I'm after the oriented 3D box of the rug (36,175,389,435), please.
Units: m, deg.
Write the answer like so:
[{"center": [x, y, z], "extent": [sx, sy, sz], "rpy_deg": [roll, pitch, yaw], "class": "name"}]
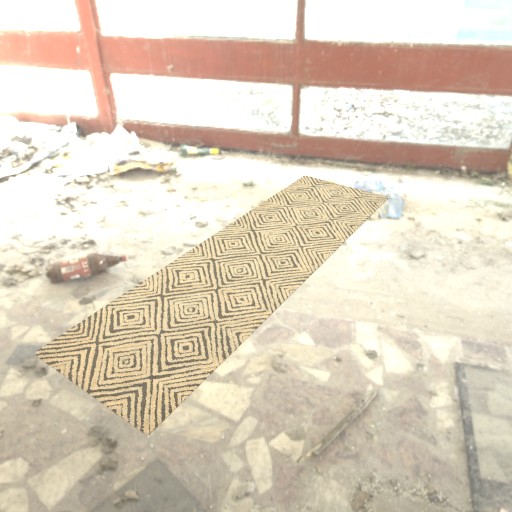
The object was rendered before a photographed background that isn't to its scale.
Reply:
[{"center": [0.000, 0.000, 2.469], "extent": [0.676, 0.008, 2.277], "rpy_deg": [21, 39, 29], "class": "rug"}]
